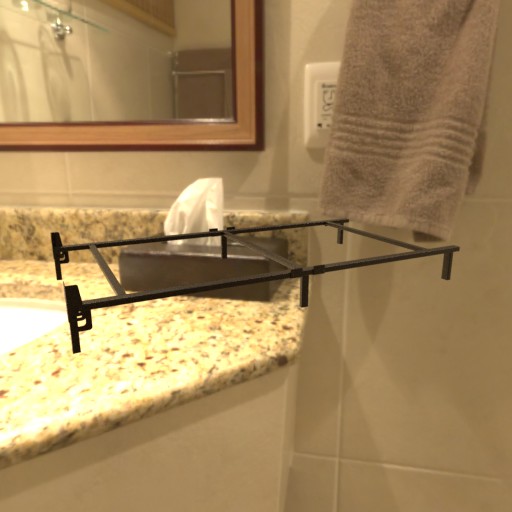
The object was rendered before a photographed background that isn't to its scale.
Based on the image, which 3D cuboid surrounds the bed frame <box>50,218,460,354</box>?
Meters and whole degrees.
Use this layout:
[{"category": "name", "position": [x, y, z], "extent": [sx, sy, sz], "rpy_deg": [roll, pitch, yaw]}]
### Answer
[{"category": "bed frame", "position": [0.000, 0.000, 2.319], "extent": [1.897, 0.248, 0.968], "rpy_deg": [-7, 17, -26]}]
